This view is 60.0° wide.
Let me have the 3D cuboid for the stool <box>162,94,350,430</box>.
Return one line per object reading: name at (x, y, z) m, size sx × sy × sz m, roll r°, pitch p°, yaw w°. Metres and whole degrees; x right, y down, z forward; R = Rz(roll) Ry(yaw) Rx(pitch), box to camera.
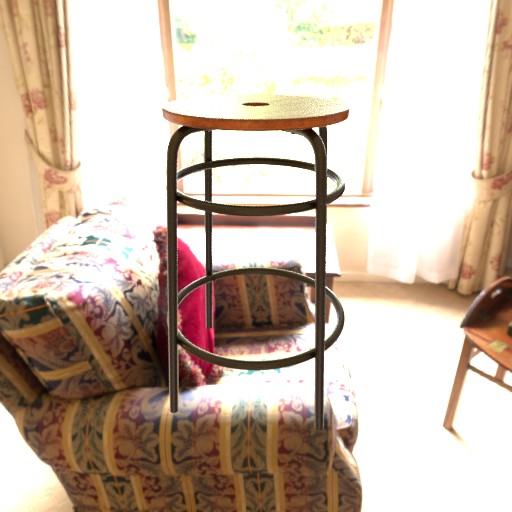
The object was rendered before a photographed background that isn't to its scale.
stool at (0.000, 0.000, 0.934) m, size 0.455 × 0.610 × 0.455 m, roll -18°, pitch 31°, yaw -32°
